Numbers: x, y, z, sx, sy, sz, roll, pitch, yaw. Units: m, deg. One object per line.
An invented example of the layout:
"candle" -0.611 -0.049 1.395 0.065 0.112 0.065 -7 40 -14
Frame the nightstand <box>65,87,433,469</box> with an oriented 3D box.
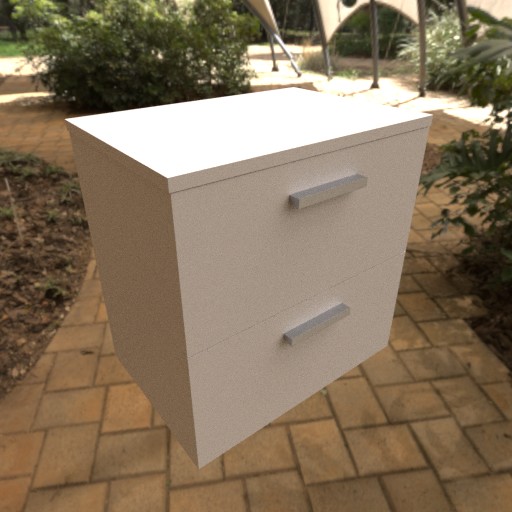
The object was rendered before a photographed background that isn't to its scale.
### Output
"nightstand" 0.000 0.000 0.756 0.441 0.460 0.325 -21 36 -32
